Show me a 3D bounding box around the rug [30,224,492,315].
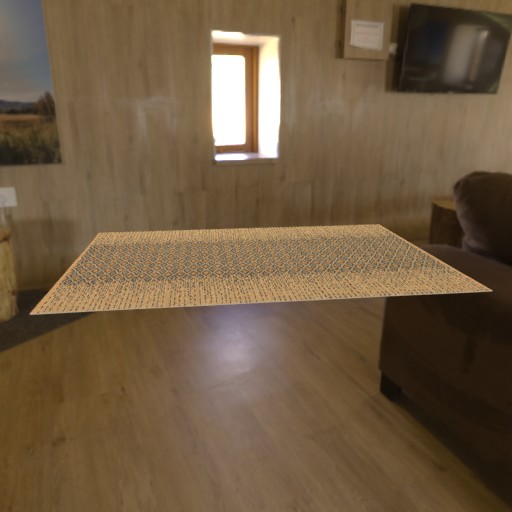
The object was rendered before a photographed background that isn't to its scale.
[{"bbox_3d":[0.000,0.000,2.309,1.828,0.005,1.219,-2,17,-7],"label":"rug"}]
